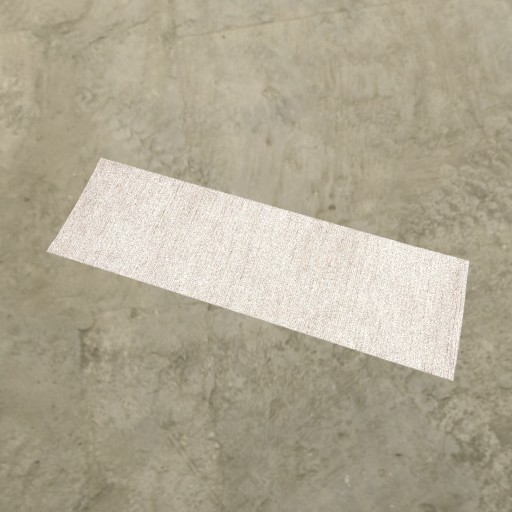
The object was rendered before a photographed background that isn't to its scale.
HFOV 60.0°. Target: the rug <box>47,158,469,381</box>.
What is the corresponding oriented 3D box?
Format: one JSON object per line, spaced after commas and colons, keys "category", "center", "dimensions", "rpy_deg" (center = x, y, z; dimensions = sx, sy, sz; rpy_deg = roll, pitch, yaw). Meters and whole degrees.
{"category": "rug", "center": [0.000, 0.000, 2.548], "dimensions": [2.346, 0.013, 0.712], "rpy_deg": [17, 65, 8]}
